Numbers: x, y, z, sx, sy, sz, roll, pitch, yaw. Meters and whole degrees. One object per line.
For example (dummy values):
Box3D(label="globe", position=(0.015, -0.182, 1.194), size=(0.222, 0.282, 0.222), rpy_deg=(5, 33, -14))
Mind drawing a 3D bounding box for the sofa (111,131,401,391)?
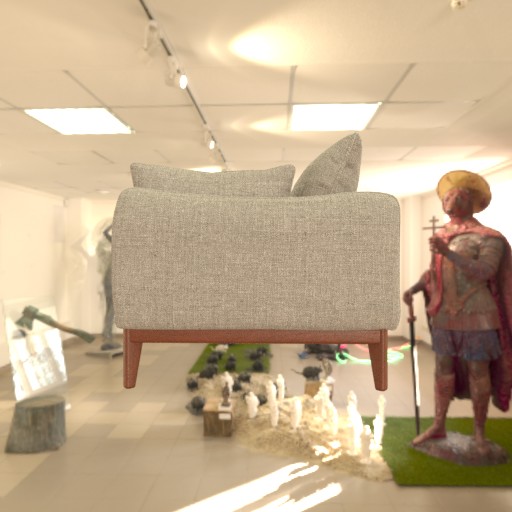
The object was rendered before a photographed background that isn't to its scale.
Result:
Box3D(label="sofa", position=(0.000, 0.000, 2.154), size=(0.972, 0.851, 1.580), rpy_deg=(0, 0, 2))
